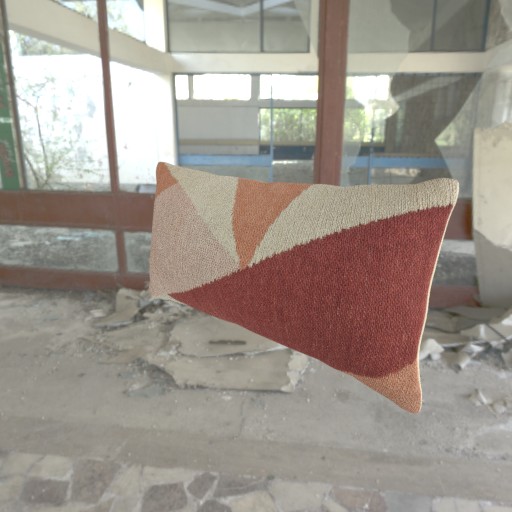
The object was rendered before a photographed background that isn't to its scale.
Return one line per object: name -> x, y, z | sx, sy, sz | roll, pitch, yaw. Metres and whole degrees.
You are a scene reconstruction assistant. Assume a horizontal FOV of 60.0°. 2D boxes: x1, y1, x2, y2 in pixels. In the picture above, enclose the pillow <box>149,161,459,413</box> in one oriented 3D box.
pillow -> 0.000, 0.000, 0.737 | 0.609, 0.292, 0.155 | 14, 21, 42
